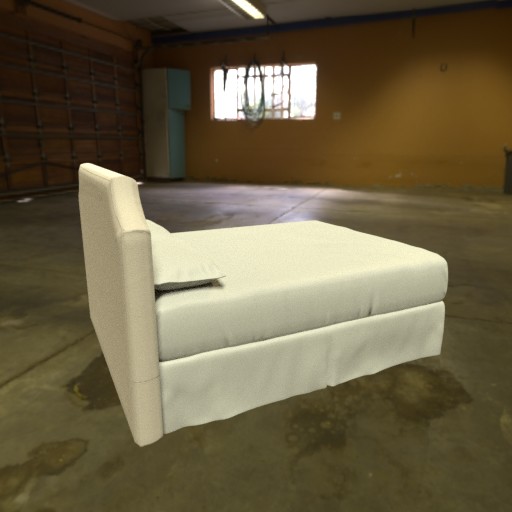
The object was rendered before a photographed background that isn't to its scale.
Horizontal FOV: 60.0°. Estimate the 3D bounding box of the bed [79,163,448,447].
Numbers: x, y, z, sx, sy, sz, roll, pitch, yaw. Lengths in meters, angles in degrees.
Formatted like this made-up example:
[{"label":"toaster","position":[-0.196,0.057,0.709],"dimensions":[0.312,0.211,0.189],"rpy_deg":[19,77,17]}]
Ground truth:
[{"label":"bed","position":[0.000,0.000,3.195],"dimensions":[2.164,1.297,1.828],"rpy_deg":[-7,16,-26]}]
